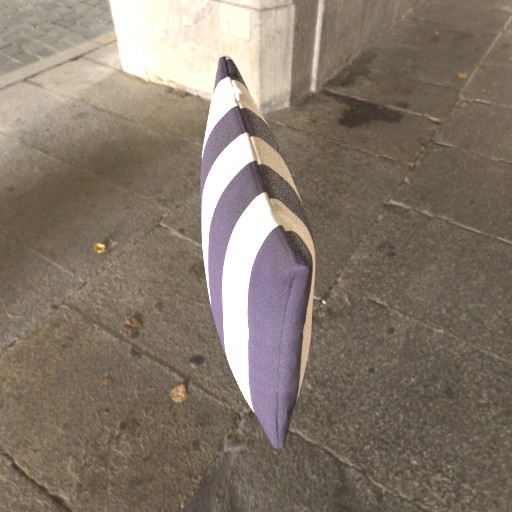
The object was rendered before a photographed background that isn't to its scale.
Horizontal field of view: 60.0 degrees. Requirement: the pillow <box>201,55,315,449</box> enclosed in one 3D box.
[{"bbox_3d":[0.000,0.000,0.808,0.189,0.526,0.536,-9,47,-9],"label":"pillow"}]
